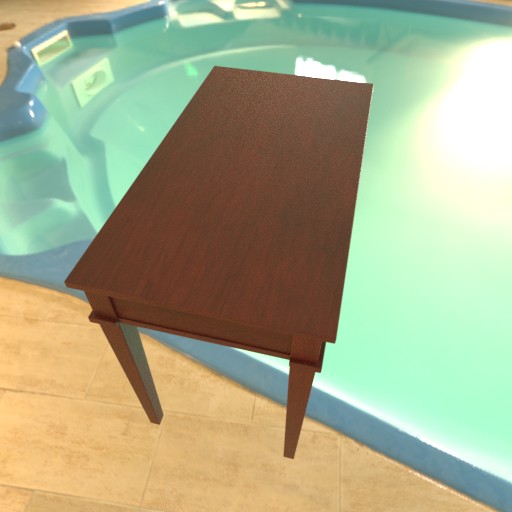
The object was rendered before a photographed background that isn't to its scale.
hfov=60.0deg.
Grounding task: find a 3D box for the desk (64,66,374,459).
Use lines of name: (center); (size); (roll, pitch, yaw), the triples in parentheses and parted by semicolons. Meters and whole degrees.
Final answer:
desk: (0.000, 0.000, 1.455); (0.549, 0.762, 1.001); (10, 48, 9)
